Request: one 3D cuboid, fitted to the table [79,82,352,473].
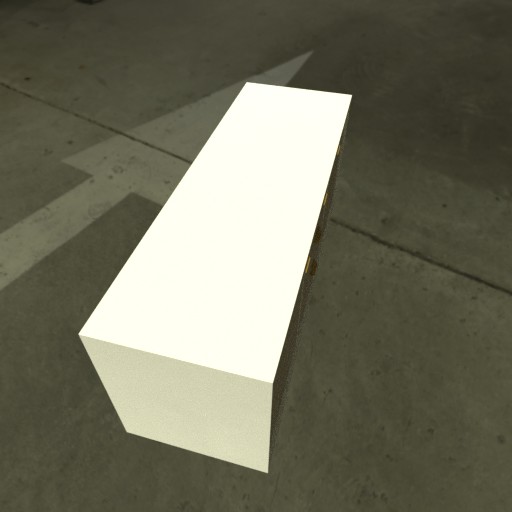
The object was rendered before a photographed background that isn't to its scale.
[{"bbox_3d":[0.000,0.000,1.846,0.508,0.769,1.500,11,46,11],"label":"table"}]
